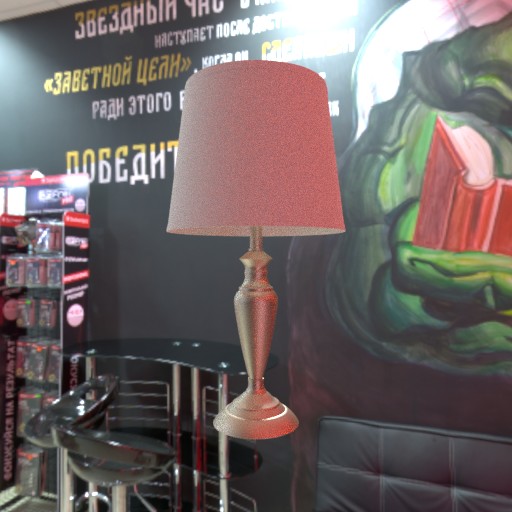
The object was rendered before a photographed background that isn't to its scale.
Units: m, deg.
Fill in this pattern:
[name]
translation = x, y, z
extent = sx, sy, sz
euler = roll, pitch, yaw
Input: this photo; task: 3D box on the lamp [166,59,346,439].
[lamp]
translation = 0.000, 0.000, 0.829
extent = 0.328, 0.619, 0.328
euler = 0, 0, 0
